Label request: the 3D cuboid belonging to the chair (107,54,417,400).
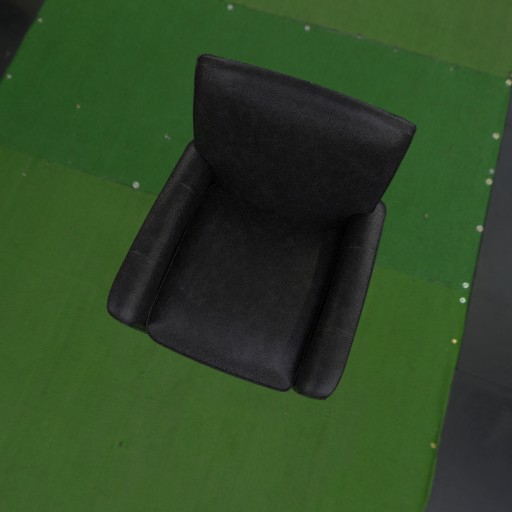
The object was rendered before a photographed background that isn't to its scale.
[{"bbox_3d":[0.000,0.000,1.639,0.848,1.014,0.864,20,76,5],"label":"chair"}]
